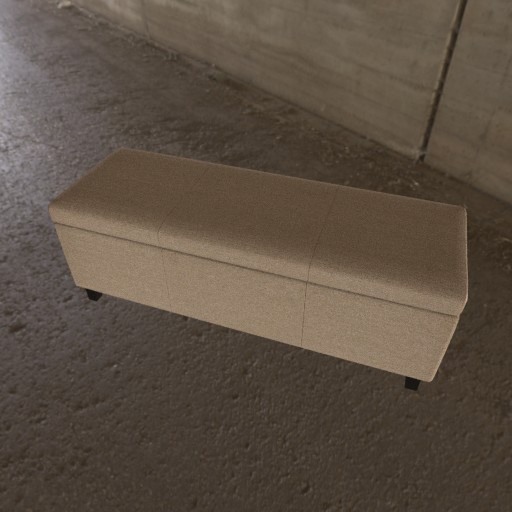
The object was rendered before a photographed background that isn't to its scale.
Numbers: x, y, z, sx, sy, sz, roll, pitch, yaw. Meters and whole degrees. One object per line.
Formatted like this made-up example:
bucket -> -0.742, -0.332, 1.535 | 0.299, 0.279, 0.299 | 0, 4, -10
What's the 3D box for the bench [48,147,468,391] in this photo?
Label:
bench -> 0.000, 0.000, 1.519 | 1.269, 0.438, 0.446 | 13, 42, 15
